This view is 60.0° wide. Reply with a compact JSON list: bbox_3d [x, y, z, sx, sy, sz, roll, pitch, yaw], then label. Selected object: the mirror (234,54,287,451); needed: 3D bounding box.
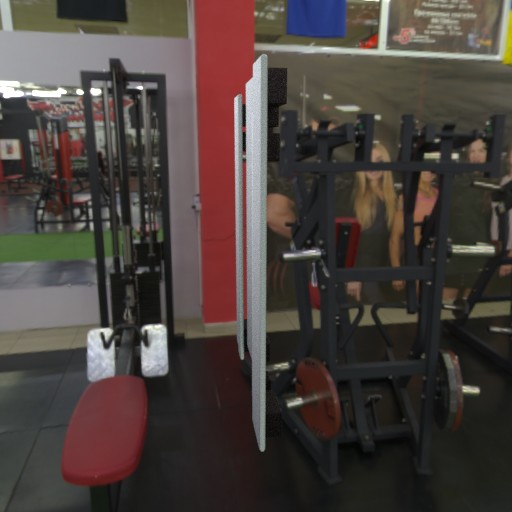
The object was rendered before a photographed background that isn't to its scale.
[{"bbox_3d":[0.000,0.000,0.799,0.058,0.611,0.445,-2,15,-9],"label":"mirror"}]
